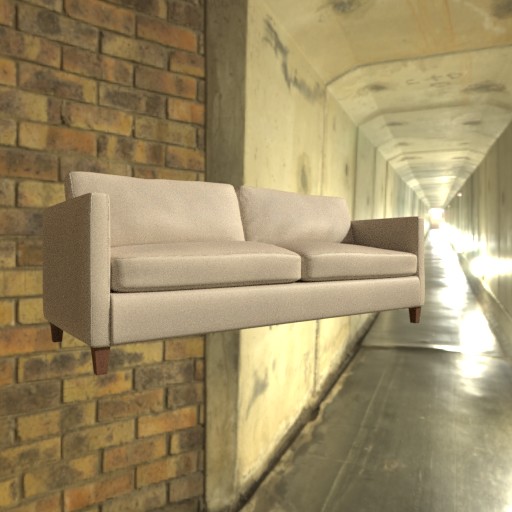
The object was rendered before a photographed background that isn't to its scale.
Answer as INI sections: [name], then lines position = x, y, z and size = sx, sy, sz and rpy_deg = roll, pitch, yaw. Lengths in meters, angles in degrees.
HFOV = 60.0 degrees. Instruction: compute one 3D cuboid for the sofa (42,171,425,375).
[sofa]
position = 0.000, 0.000, 2.844
size = 2.361, 0.968, 0.951
rpy_deg = -1, 1, -36
